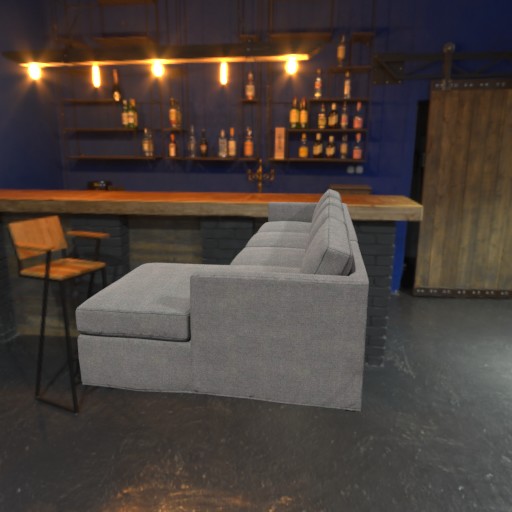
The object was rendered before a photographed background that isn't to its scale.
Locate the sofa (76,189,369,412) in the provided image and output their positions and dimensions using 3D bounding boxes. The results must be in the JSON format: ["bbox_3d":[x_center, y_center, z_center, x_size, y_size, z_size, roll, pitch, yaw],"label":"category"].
[{"bbox_3d":[0.000,0.000,3.870,1.650,0.922,3.205,2,14,9],"label":"sofa"}]
